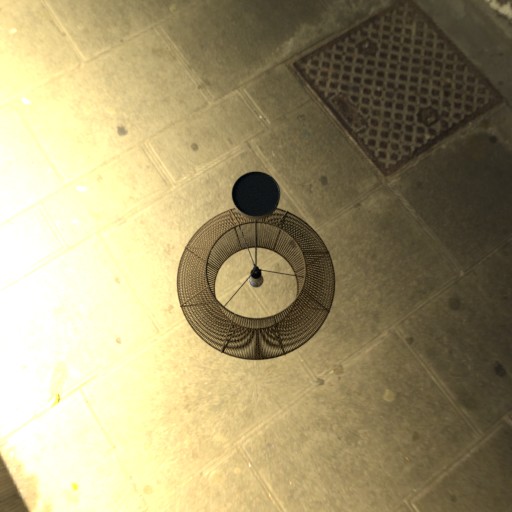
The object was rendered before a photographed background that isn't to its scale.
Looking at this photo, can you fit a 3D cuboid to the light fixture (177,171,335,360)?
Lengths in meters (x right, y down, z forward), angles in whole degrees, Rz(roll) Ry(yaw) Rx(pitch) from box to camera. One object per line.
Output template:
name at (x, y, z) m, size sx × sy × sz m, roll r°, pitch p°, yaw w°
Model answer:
light fixture at (0.000, 0.000, 1.457) m, size 0.643 × 1.009 × 0.643 m, roll 0°, pitch 74°, yaw 0°
